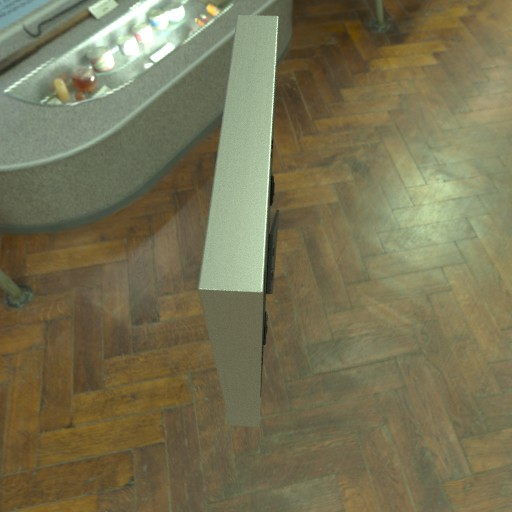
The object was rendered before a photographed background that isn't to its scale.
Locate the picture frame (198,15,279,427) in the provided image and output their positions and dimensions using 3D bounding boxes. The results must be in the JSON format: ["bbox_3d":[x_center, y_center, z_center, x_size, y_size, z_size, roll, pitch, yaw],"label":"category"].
[{"bbox_3d":[0.000,0.000,0.270,0.028,0.208,0.157,3,58,2],"label":"picture frame"}]
